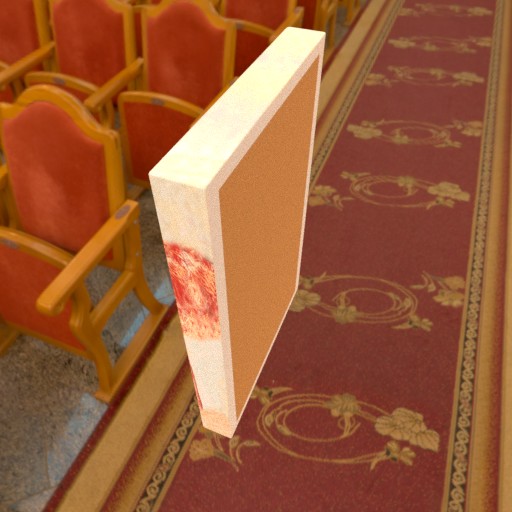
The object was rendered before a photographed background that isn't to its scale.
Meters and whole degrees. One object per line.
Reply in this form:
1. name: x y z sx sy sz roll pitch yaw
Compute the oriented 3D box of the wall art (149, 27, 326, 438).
1. wall art: 0.000 0.000 0.478 0.039 0.380 0.251 17 49 15
